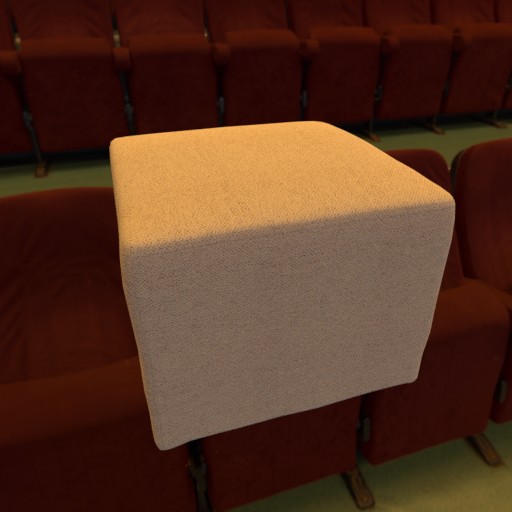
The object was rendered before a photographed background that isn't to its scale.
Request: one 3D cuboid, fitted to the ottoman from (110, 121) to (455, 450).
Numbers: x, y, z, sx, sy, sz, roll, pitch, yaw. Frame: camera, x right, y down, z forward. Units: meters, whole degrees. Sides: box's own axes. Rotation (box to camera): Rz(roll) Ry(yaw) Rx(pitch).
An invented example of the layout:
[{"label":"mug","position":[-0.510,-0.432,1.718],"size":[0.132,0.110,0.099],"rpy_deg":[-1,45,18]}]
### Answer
[{"label":"ottoman","position":[0.000,0.000,0.914],"size":[0.521,0.453,0.512],"rpy_deg":[-9,32,-15]}]
